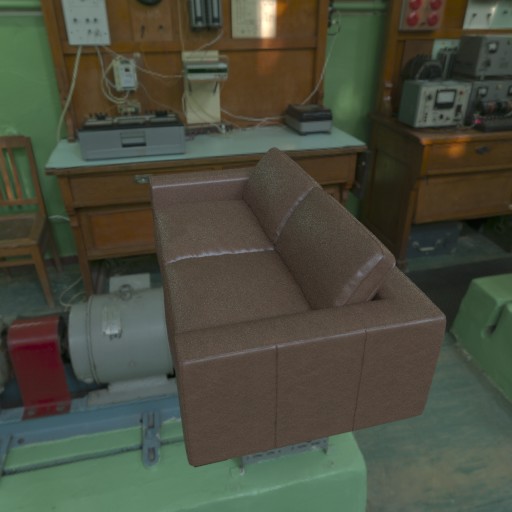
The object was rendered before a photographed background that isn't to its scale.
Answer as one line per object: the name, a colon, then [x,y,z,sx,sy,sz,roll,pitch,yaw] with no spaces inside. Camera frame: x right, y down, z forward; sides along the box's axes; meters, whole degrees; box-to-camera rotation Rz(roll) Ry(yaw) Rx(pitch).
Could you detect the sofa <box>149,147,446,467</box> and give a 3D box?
sofa: [0.000,0.000,2.468,1.070,0.800,1.920,-7,31,-13]
